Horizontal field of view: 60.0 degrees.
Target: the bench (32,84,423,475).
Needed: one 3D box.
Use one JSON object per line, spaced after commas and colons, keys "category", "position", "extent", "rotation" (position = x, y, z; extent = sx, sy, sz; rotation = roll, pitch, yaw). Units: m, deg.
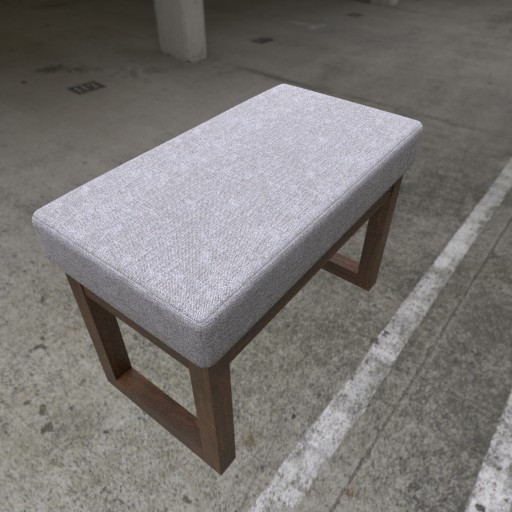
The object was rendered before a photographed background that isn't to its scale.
{"category": "bench", "position": [0.000, 0.000, 0.939], "extent": [0.366, 0.467, 0.681], "rotation": [27, 48, 27]}
